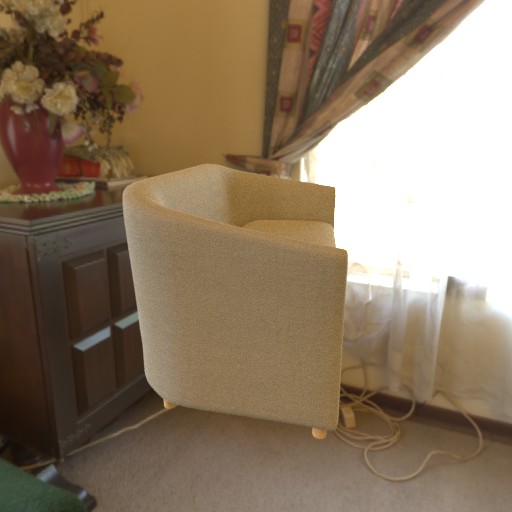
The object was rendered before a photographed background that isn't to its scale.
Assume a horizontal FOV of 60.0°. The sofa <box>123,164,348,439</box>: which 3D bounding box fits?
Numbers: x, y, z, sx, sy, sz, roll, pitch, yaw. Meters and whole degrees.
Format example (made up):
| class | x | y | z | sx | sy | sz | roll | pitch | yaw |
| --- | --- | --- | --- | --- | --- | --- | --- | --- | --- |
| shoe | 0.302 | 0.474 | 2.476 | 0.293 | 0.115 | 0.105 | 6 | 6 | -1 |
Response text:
| class | x | y | z | sx | sy | sz | roll | pitch | yaw |
| --- | --- | --- | --- | --- | --- | --- | --- | --- | --- |
| sofa | 0.000 | 0.000 | 1.906 | 0.705 | 0.721 | 1.452 | 2 | 16 | 8 |
